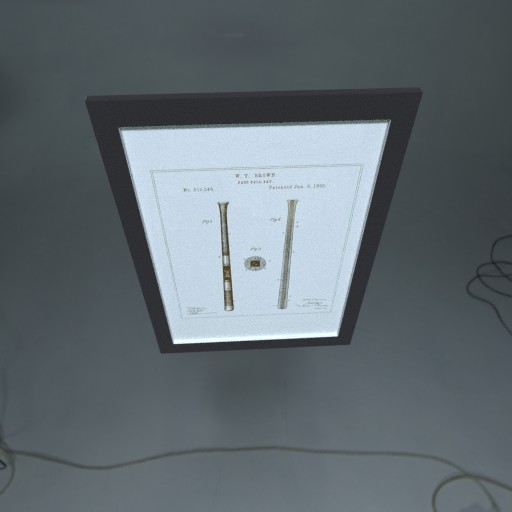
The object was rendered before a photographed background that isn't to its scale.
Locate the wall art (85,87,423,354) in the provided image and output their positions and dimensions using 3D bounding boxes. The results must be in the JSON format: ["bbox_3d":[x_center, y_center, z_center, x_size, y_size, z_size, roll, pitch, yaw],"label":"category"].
[{"bbox_3d":[0.000,0.000,0.685,0.374,0.529,0.012,-2,47,-2],"label":"wall art"}]
